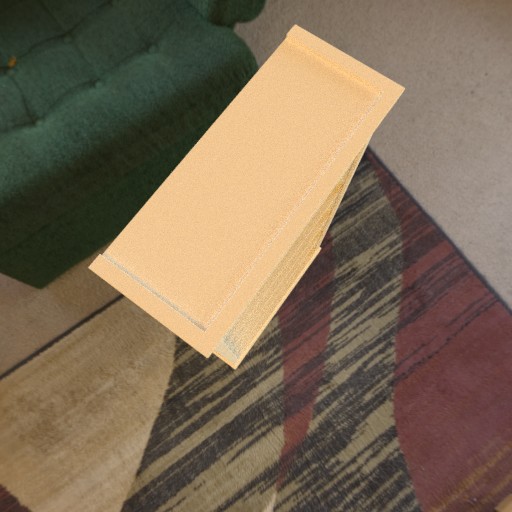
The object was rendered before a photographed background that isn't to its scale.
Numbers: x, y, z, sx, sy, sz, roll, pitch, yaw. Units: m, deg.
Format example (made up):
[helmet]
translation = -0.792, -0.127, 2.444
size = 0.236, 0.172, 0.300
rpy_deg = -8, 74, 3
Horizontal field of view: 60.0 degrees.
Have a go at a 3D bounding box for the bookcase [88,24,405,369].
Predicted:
[bookcase]
translation = 0.000, 0.000, 2.256
size = 0.432, 1.880, 1.050
rpy_deg = 35, 77, 9
